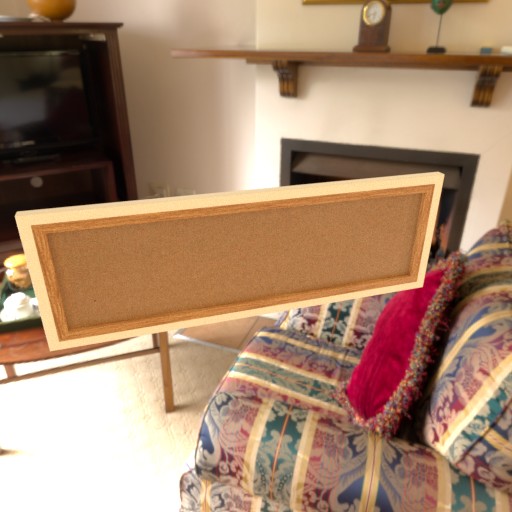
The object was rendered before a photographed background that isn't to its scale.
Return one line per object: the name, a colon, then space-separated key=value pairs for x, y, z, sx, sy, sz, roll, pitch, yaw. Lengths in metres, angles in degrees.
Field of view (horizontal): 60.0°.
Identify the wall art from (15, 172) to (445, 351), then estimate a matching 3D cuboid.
wall art: x=0.000 y=0.000 z=1.654 sx=1.520 sy=0.507 sz=0.044 roll=-8 pitch=28 yaw=-15
